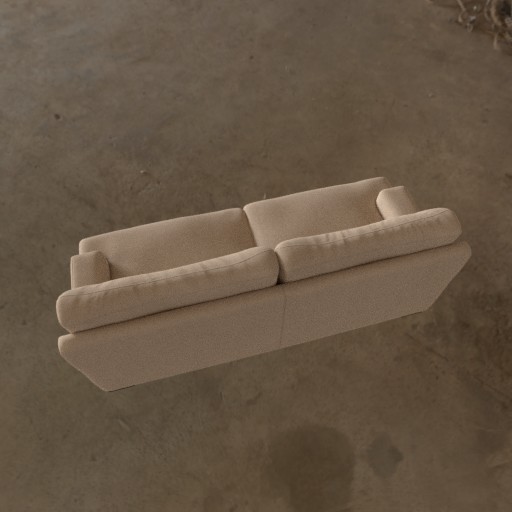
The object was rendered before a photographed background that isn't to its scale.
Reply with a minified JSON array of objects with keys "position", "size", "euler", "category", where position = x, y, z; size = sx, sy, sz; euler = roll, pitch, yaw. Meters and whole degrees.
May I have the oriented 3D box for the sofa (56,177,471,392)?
[{"position":[0.000,0.000,2.667],"size":[2.147,0.925,0.929],"euler":[-13,59,-8],"category":"sofa"}]
